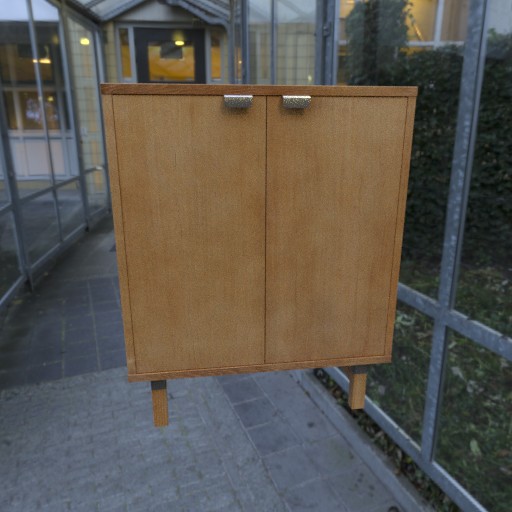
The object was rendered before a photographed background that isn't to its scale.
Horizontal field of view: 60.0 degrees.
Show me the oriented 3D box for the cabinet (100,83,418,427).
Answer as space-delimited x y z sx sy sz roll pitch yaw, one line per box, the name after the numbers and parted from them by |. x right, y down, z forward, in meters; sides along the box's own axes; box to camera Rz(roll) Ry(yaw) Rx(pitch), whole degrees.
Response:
0.000 0.000 1.427 0.800 1.001 0.419 -2 17 -8 | cabinet
